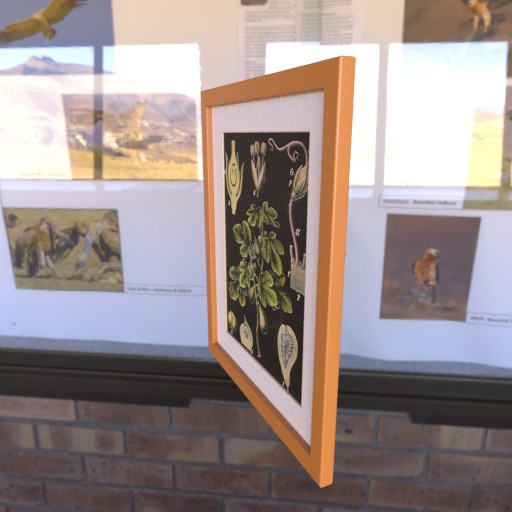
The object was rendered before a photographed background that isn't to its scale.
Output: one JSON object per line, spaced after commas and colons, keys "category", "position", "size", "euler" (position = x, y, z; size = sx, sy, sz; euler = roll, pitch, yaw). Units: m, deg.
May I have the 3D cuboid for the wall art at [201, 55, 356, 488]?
{"category": "wall art", "position": [0.000, 0.000, 0.507], "size": [0.015, 0.379, 0.310], "euler": [-7, 17, -25]}
